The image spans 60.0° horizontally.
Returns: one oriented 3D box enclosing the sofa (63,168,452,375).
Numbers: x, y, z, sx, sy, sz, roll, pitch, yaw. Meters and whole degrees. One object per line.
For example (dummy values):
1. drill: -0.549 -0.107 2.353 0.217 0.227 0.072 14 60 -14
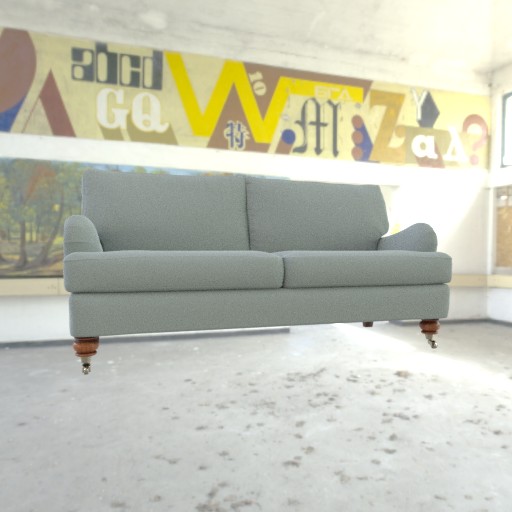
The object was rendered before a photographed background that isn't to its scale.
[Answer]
1. sofa: 0.000 0.000 2.802 2.193 1.096 1.069 0 1 -17
